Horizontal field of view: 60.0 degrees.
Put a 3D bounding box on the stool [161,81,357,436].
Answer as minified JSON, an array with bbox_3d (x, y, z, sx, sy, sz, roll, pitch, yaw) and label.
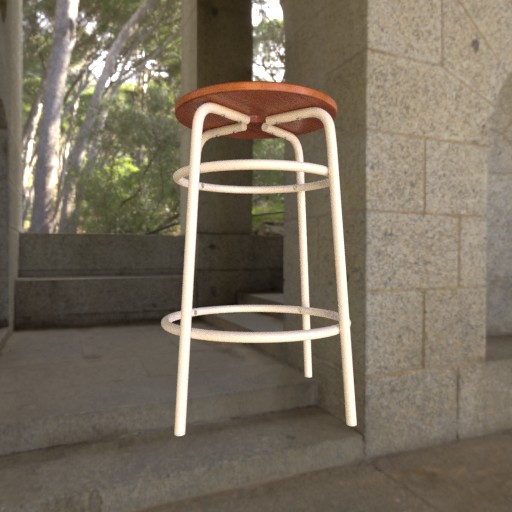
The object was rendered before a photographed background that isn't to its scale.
[{"bbox_3d":[0.000,0.000,0.935,0.455,0.610,0.455,1,1,37],"label":"stool"}]
